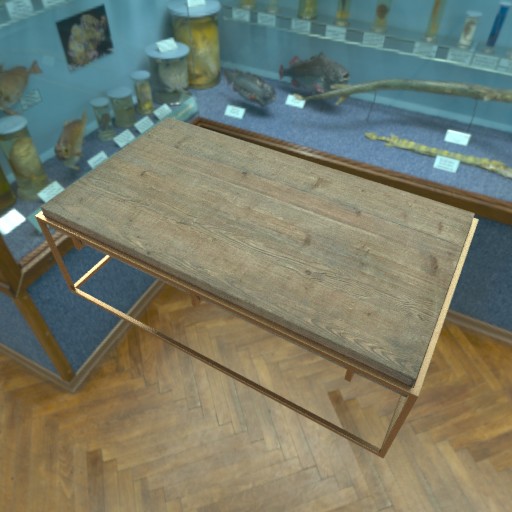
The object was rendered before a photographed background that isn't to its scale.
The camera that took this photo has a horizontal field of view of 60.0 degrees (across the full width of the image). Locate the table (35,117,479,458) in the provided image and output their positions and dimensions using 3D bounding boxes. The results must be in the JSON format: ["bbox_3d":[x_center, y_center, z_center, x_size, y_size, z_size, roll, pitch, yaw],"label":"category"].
[{"bbox_3d":[0.000,0.000,1.726,1.387,0.468,0.775,22,50,20],"label":"table"}]
